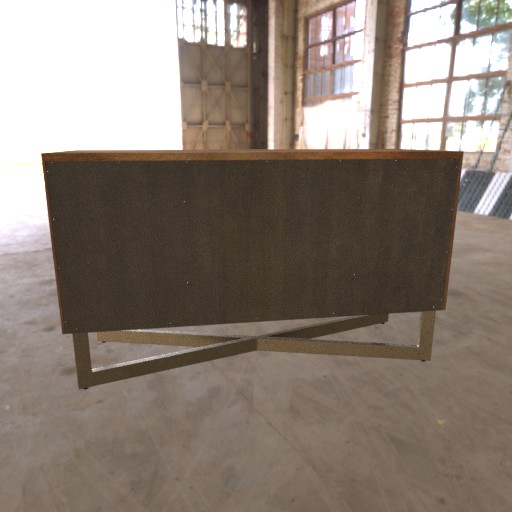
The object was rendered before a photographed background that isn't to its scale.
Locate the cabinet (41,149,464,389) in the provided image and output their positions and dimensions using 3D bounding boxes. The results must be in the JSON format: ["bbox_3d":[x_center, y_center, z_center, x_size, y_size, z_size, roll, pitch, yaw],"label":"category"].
[{"bbox_3d":[0.000,0.000,1.753,1.373,0.812,0.480,-2,15,-9],"label":"cabinet"}]
